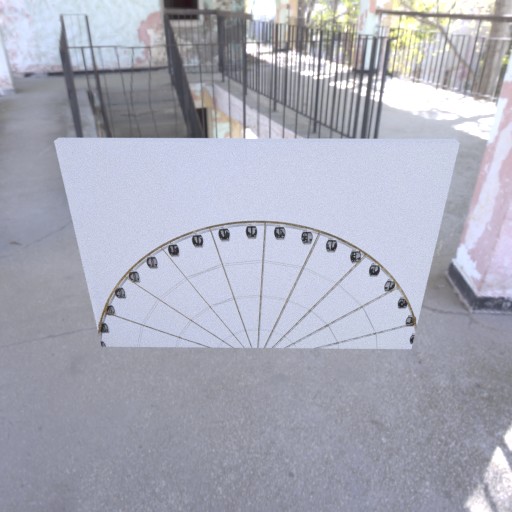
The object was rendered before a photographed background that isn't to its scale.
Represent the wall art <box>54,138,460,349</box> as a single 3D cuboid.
[{"bbox_3d":[0.000,0.000,1.457,1.144,0.767,0.038,0,30,1],"label":"wall art"}]
